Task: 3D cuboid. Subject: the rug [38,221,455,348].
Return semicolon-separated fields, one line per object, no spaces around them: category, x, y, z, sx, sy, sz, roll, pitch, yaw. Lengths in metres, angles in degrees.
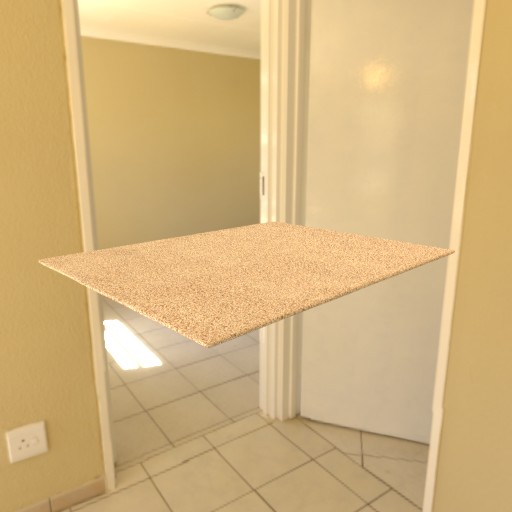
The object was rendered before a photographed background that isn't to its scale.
rug;0.000;0.000;4.114;3.047;0.029;2.438;-13;19;-43
